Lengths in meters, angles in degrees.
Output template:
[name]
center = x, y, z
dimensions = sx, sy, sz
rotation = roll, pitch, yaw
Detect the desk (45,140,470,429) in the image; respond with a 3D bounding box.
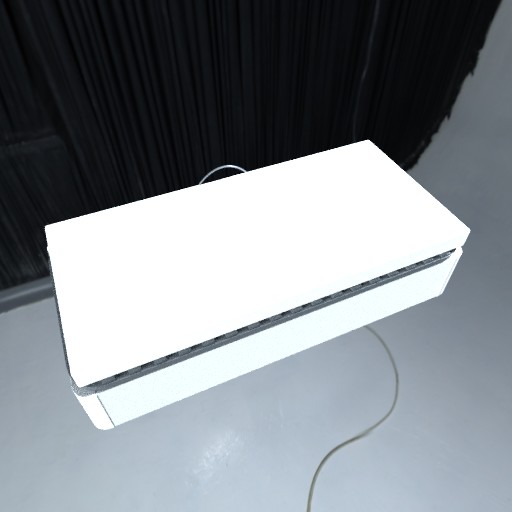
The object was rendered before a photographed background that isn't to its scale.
[desk]
center = 0.000, 0.000, 2.243
dimensions = 1.900, 0.526, 0.900
rotation = -18, 49, -16
